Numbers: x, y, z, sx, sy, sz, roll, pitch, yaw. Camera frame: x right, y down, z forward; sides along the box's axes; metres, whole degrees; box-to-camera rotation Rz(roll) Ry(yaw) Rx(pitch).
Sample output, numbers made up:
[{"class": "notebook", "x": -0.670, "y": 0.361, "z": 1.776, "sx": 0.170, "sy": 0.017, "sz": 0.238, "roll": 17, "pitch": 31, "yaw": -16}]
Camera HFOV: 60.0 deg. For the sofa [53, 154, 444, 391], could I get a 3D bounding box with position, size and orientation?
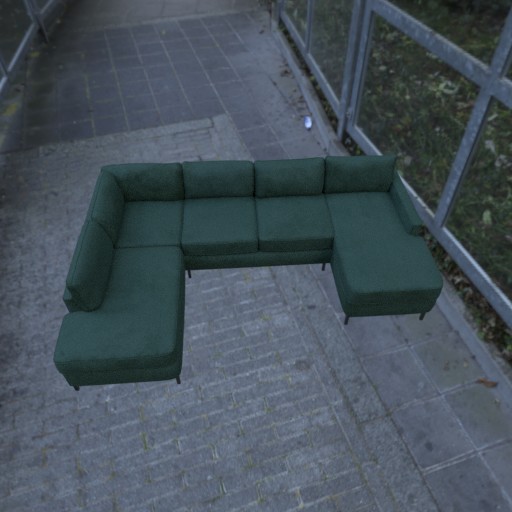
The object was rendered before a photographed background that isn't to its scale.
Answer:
[{"class": "sofa", "x": 0.000, "y": 0.000, "z": 3.839, "sx": 2.994, "sy": 0.861, "sz": 1.992, "roll": -3, "pitch": 46, "yaw": -3}]
